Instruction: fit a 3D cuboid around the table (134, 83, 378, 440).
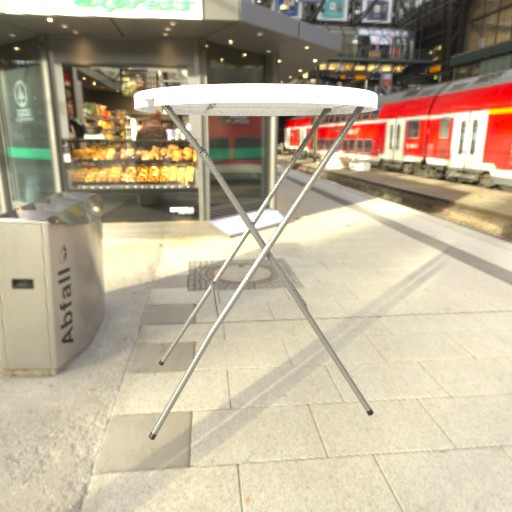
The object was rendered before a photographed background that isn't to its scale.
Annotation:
[{"bbox_3d":[0.000,0.000,1.630,0.795,1.105,0.792,-2,15,-8],"label":"table"}]
